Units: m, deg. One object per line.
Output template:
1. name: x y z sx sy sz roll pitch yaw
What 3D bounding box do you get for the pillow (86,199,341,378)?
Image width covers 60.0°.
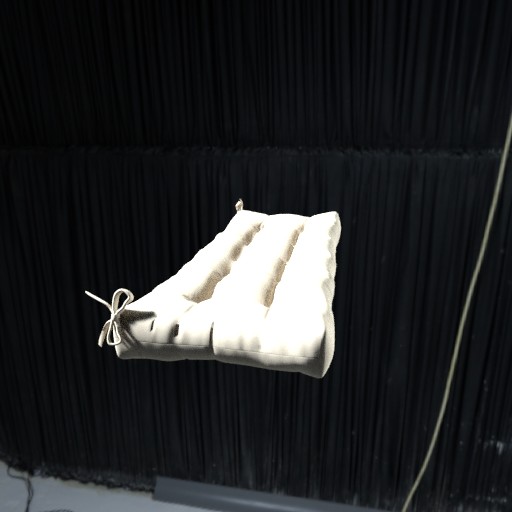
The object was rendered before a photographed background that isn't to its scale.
1. pillow: 0.000 0.000 1.386 0.511 0.174 1.194 3 17 11
